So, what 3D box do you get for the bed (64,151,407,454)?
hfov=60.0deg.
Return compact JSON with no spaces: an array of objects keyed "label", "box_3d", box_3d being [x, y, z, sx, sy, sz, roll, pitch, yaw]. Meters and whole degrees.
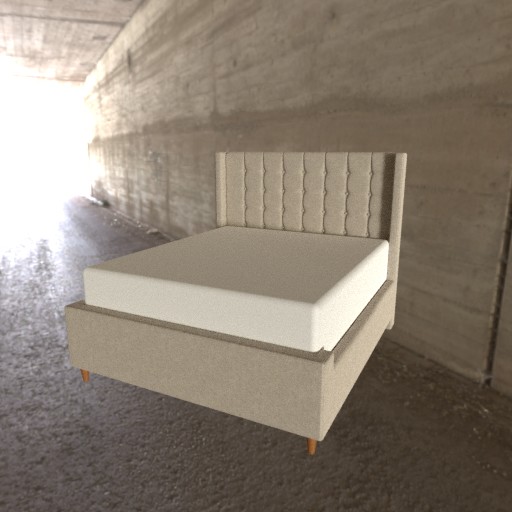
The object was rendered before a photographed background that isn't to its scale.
[{"label":"bed","box_3d":[0.000,0.000,3.840,2.045,1.743,2.370,7,15,26]}]
